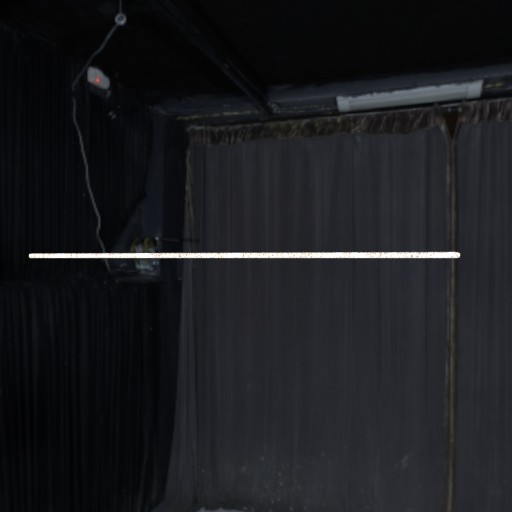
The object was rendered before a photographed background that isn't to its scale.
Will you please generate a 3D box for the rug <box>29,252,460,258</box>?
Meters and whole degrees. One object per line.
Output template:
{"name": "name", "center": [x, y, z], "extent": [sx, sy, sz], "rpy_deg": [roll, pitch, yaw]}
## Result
{"name": "rug", "center": [0.000, 0.000, 3.470], "extent": [2.743, 0.030, 1.778], "rpy_deg": [0, 0, 19]}
